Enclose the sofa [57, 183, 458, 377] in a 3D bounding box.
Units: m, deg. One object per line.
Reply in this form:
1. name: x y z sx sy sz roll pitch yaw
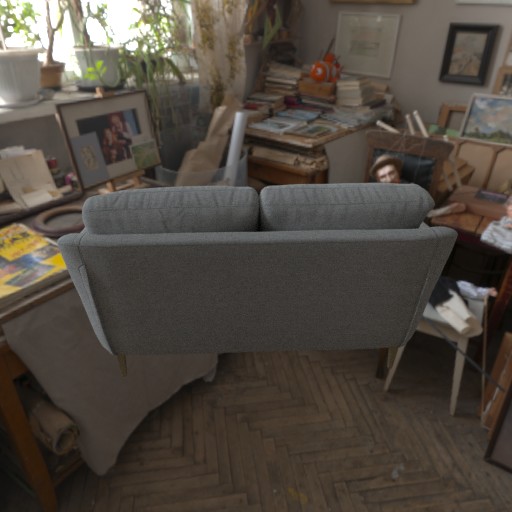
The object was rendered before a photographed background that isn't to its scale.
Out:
1. sofa: 0.000 0.000 2.129 1.619 0.904 0.960 -1 30 -2
